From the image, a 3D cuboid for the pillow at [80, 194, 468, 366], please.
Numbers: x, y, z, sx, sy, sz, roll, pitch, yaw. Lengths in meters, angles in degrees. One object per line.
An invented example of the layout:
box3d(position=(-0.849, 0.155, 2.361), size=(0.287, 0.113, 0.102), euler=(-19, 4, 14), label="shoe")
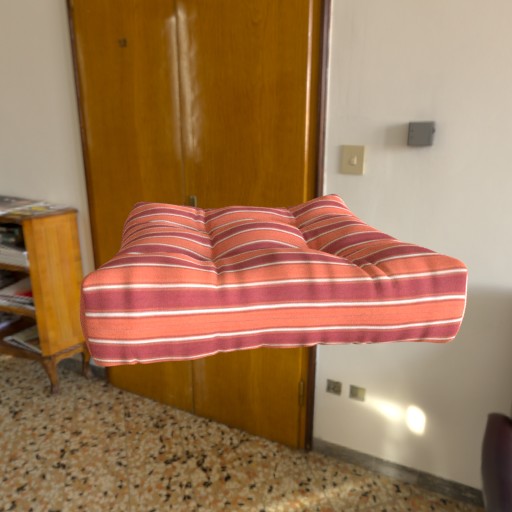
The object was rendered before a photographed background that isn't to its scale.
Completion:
box3d(position=(0.000, 0.000, 0.728), size=(0.468, 0.133, 0.490), euler=(-2, 16, -8), label="pillow")
